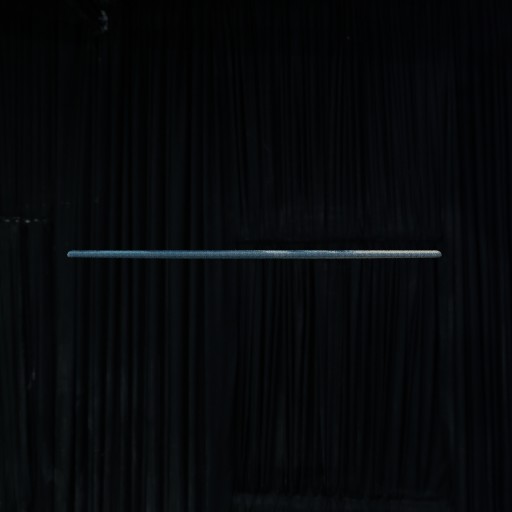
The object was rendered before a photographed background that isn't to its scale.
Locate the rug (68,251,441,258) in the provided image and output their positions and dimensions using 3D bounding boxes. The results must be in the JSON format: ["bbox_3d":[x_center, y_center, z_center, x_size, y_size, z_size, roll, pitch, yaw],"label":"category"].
[{"bbox_3d":[0.000,0.000,2.998,1.540,0.027,2.450,0,0,0],"label":"rug"}]
